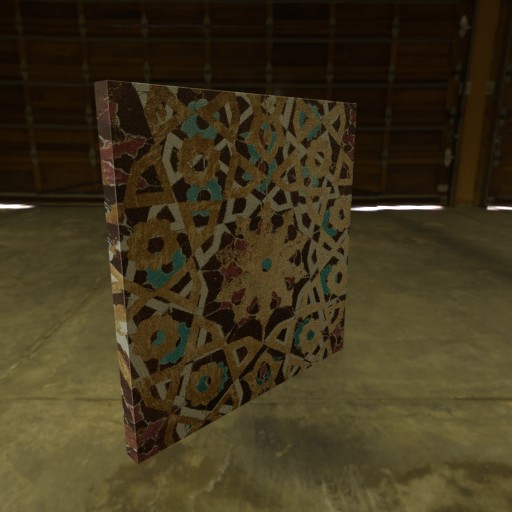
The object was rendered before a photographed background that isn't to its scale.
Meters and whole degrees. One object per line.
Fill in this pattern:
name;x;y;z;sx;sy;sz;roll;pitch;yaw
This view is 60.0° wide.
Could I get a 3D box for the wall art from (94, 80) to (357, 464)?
wall art;0.000;0.000;0.898;0.609;0.613;0.041;-14;21;-43
